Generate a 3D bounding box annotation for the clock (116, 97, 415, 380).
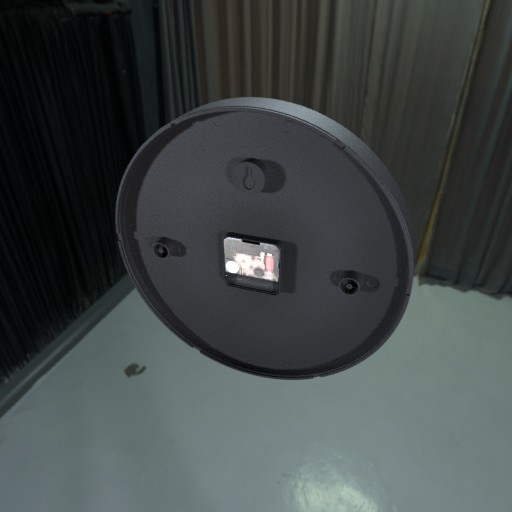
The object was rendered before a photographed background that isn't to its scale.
[{"bbox_3d":[0.000,0.000,0.434,0.293,0.293,0.040,10,33,16],"label":"clock"}]
